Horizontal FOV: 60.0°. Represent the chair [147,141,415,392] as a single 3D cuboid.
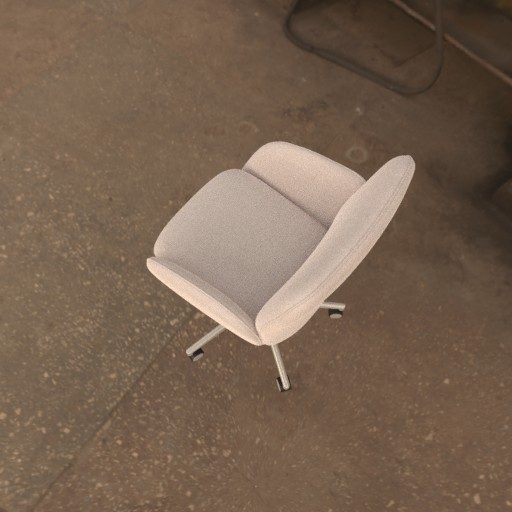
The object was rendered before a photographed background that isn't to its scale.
[{"bbox_3d":[0.000,0.000,1.402,0.633,0.959,0.648,34,67,16],"label":"chair"}]
